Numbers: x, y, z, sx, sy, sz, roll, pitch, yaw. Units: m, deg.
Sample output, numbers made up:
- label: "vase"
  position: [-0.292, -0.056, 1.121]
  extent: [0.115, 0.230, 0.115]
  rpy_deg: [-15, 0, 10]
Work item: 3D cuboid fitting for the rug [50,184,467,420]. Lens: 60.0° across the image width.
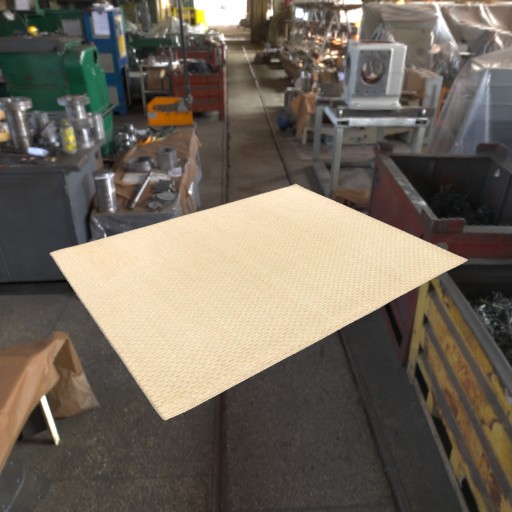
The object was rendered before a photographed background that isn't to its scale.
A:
- label: "rug"
  position: [0.000, 0.000, 3.890]
  extent: [2.897, 0.035, 2.277]
  rpy_deg: [-20, 35, -31]
